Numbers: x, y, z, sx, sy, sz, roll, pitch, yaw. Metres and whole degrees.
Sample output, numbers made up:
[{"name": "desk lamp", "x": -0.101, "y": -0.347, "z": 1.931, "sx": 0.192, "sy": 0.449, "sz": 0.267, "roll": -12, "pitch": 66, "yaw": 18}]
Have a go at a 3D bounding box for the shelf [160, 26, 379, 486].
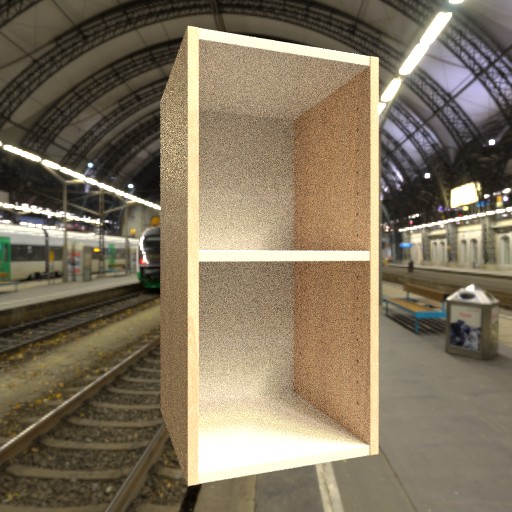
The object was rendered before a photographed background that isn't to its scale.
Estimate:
[{"name": "shelf", "x": 0.000, "y": 0.000, "z": 0.758, "sx": 0.290, "sy": 0.594, "sz": 0.297, "roll": 0, "pitch": 0, "yaw": -19}]
